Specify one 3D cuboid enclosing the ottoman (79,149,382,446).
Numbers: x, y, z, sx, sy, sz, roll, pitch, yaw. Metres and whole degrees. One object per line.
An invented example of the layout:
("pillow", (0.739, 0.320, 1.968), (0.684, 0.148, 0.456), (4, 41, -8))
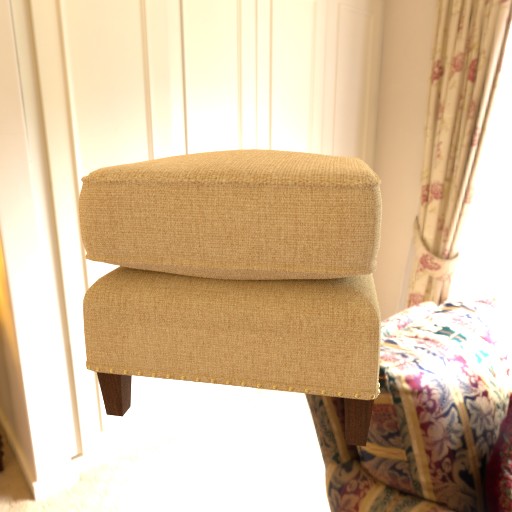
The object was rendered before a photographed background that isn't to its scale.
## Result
("ottoman", (0.000, 0.000, 1.144), (0.589, 0.537, 0.738), (3, 15, 10))
